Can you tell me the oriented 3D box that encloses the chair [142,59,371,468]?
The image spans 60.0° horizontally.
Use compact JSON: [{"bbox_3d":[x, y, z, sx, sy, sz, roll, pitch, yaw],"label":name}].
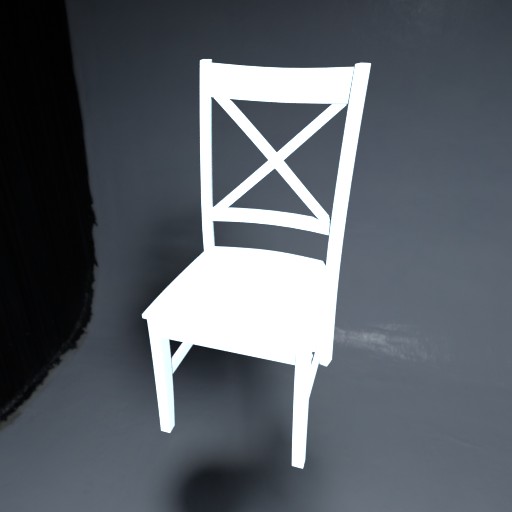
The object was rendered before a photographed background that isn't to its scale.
[{"bbox_3d":[0.000,0.000,1.259,0.485,0.983,0.542,8,29,15],"label":"chair"}]
